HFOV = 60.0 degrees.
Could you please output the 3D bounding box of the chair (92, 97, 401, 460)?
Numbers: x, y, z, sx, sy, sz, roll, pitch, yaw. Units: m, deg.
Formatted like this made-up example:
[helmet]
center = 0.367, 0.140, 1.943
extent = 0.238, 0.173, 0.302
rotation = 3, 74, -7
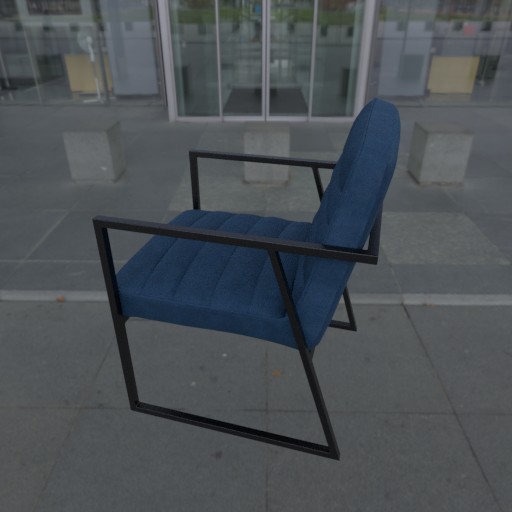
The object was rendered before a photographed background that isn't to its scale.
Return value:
[chair]
center = 0.000, 0.000, 1.269
extent = 0.677, 0.833, 0.571
rotation = 8, 31, 14
